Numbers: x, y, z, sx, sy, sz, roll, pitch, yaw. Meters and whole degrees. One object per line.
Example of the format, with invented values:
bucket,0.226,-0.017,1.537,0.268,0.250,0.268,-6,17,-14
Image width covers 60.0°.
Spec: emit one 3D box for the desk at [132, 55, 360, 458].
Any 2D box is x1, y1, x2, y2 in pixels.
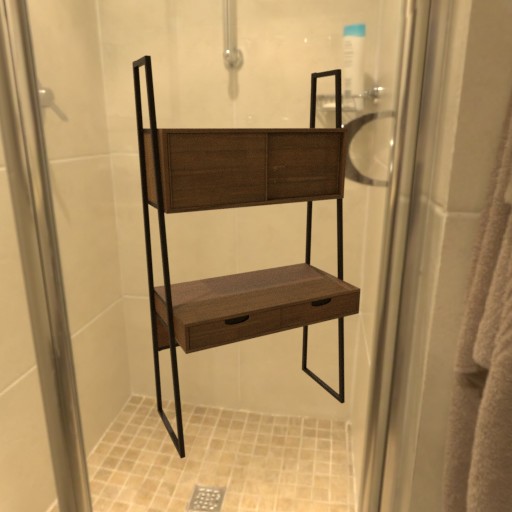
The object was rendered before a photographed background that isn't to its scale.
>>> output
desk,0.000,0.000,2.230,0.982,1.809,0.515,-8,18,-26
